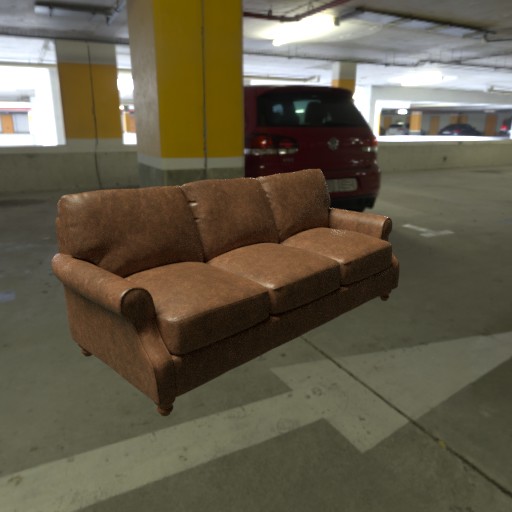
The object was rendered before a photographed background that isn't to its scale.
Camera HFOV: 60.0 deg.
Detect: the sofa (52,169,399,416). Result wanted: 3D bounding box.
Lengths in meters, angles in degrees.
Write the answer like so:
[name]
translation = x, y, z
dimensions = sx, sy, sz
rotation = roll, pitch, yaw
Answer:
[sofa]
translation = 0.000, 0.000, 2.911
dimensions = 0.973, 0.977, 2.351
rotation = 15, 22, 43
